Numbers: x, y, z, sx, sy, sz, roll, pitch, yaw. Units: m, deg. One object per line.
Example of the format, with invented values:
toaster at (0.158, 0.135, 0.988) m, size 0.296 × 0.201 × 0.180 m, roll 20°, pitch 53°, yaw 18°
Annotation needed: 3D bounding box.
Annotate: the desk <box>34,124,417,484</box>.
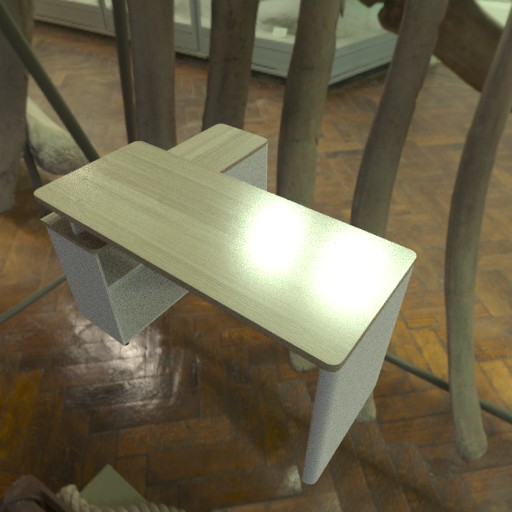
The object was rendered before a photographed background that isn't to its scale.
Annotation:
desk at (0.000, 0.000, 2.079) m, size 1.400 × 0.770 × 1.175 m, roll 26°, pitch 48°, yaw 27°
